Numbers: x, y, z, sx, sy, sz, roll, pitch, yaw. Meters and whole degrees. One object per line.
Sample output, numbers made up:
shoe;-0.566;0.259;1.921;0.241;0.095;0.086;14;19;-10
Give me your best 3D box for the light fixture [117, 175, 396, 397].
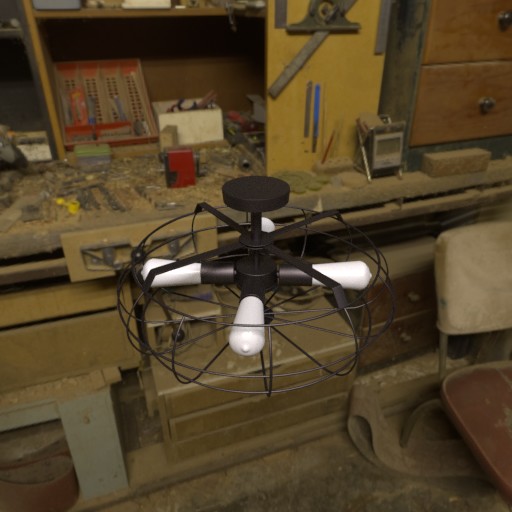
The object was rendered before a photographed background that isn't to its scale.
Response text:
light fixture;0.000;0.000;0.933;0.582;0.311;0.582;0;30;0
